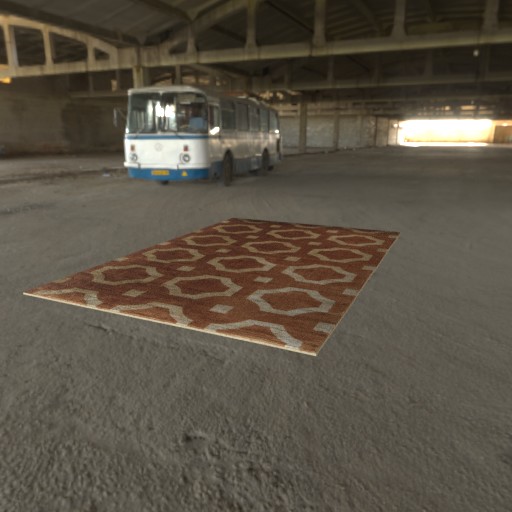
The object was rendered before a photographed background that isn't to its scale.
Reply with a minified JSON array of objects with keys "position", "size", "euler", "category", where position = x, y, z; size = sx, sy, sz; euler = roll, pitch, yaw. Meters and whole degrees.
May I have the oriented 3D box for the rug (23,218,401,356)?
[{"position":[0.000,0.000,2.940],"size":[1.555,0.016,2.286],"euler":[7,17,24],"category":"rug"}]
